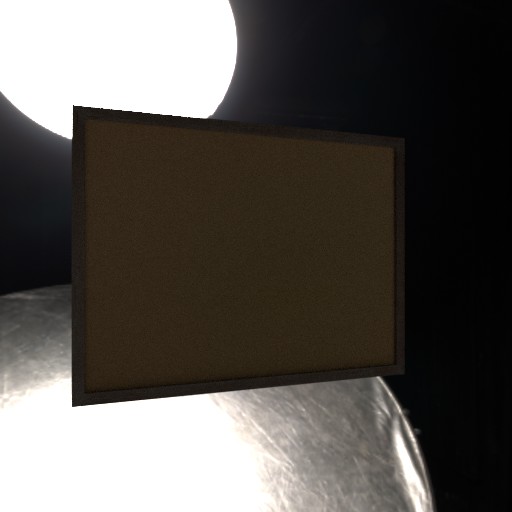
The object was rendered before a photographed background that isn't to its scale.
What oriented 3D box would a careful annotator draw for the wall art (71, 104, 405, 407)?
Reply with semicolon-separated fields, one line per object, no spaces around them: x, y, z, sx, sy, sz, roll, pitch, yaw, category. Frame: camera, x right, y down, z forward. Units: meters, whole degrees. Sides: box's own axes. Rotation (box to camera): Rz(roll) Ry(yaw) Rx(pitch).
0.000;0.000;1.721;1.320;1.009;0.070;0;0;-19;wall art
